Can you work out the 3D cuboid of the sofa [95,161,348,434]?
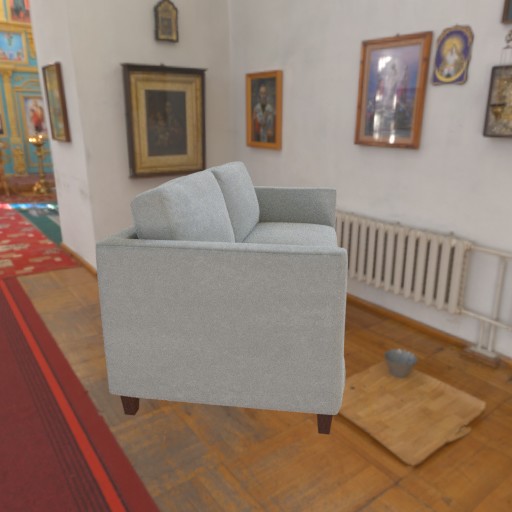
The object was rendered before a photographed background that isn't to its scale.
[{"bbox_3d":[0.000,0.000,2.502,0.950,0.963,1.884,2,16,8],"label":"sofa"}]
